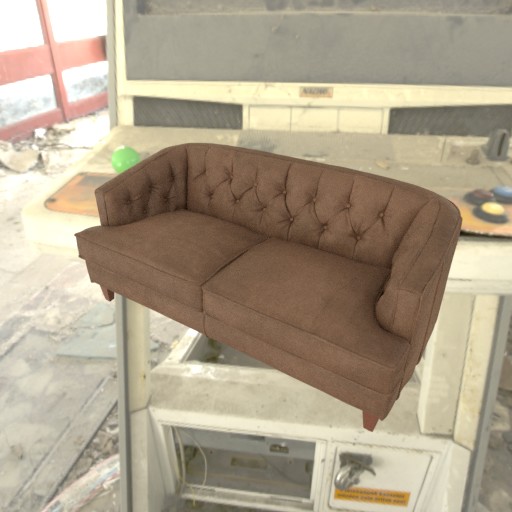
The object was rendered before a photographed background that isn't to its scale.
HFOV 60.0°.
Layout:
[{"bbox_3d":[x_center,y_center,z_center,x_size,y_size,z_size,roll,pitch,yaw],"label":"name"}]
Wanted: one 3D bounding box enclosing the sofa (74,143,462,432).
[{"bbox_3d":[0.000,0.000,2.257,1.767,0.799,0.917,19,35,29],"label":"sofa"}]
